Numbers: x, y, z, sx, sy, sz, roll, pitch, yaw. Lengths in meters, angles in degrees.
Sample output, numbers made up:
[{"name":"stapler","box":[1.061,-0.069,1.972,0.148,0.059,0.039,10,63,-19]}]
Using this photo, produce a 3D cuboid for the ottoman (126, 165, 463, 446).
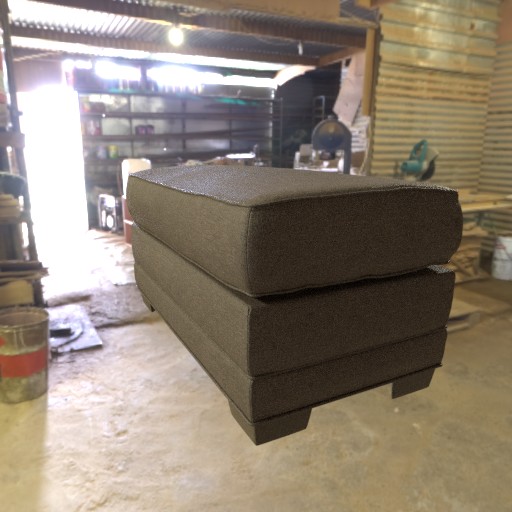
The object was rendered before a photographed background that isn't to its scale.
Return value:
[{"name":"ottoman","box":[0.000,0.000,1.142,0.490,0.448,0.864,-7,16,-26]}]
